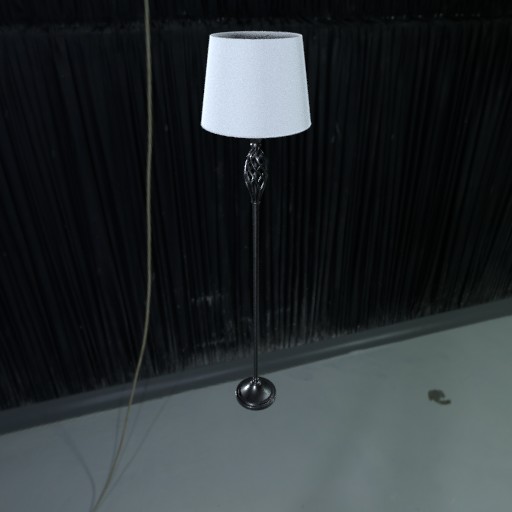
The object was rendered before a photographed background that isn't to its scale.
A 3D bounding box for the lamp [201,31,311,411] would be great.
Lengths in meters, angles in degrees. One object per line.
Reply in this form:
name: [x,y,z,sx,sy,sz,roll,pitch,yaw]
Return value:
lamp: [0.000,0.000,1.814,0.379,1.623,0.379,0,31,0]
